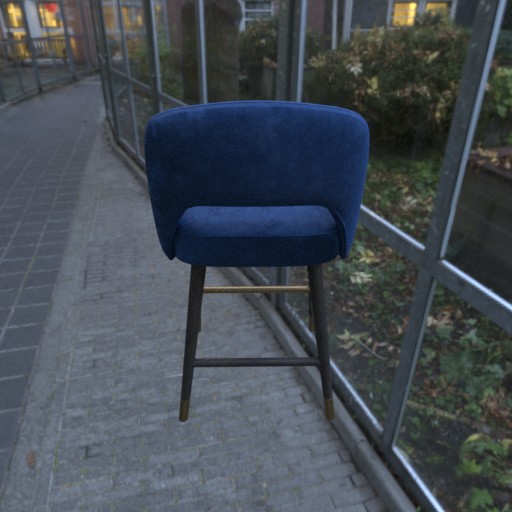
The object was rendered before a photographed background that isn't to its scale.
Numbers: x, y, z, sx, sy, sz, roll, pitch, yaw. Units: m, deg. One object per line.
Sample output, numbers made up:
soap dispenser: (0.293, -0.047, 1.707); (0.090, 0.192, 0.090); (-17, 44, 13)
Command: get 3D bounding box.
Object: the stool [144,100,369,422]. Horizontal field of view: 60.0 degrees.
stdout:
stool: (0.000, 0.000, 1.268); (0.536, 0.925, 0.524); (0, 28, -1)
